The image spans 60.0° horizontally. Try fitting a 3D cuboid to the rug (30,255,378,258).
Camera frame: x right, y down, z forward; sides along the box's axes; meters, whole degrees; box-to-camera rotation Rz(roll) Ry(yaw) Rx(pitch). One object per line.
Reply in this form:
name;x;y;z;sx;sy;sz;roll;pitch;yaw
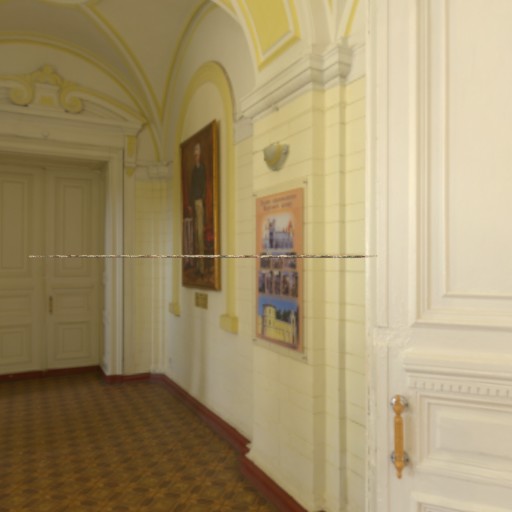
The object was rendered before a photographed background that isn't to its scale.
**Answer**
rug;0.000;0.000;2.337;1.219;0.010;1.829;0;0;17
